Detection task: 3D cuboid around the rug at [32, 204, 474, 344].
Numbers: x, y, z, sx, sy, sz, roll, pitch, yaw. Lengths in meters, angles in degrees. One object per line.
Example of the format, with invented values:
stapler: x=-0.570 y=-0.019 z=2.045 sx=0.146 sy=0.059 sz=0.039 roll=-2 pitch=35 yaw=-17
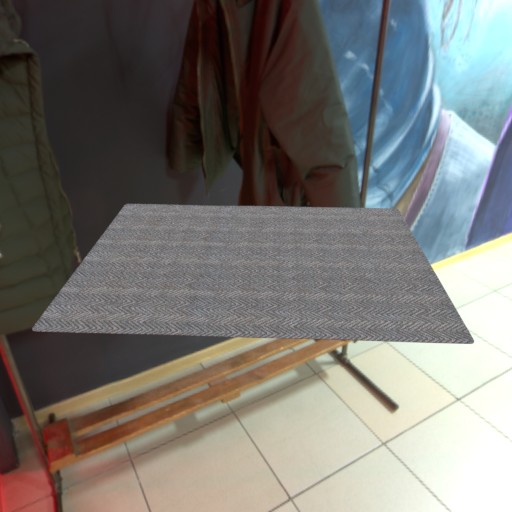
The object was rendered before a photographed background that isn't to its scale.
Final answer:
rug: x=0.000 y=0.000 z=5.183 sx=3.957 sy=0.011 sz=2.894 roll=1 pitch=30 yaw=2
